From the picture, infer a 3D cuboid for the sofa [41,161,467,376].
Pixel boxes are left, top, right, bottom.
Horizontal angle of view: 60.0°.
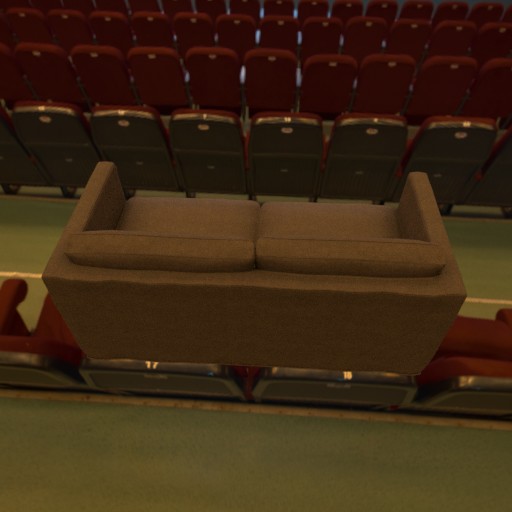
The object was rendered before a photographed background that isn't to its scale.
[{"bbox_3d":[0.000,0.000,2.531,1.982,0.855,0.953,2,47,2],"label":"sofa"}]
